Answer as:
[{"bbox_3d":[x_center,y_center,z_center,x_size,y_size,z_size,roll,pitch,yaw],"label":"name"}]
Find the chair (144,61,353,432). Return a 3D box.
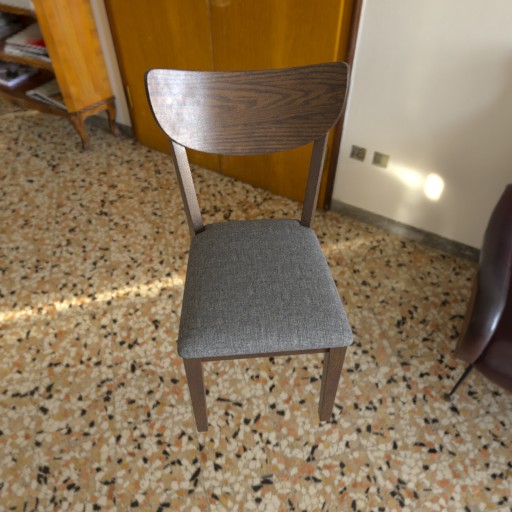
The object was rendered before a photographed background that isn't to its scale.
[{"bbox_3d":[0.000,0.000,1.201,0.491,0.849,0.583,-4,46,-3],"label":"chair"}]
